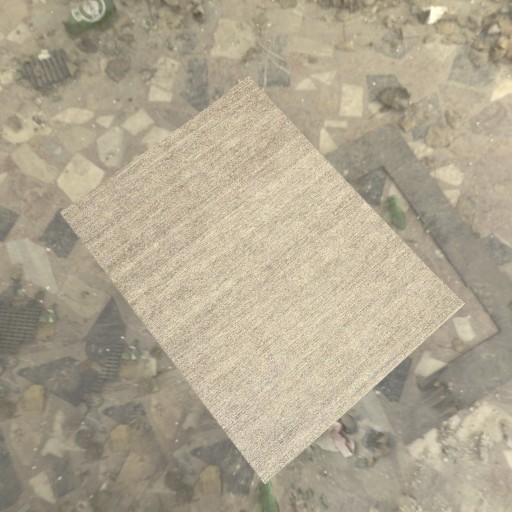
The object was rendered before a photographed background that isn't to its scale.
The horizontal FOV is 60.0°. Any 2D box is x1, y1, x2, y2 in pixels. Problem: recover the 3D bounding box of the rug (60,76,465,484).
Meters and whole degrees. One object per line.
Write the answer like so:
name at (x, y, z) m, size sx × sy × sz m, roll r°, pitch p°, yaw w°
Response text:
rug at (0.000, 0.000, 4.255) m, size 2.434 × 0.045 × 3.202 m, roll -38°, pitch 78°, yaw -9°
